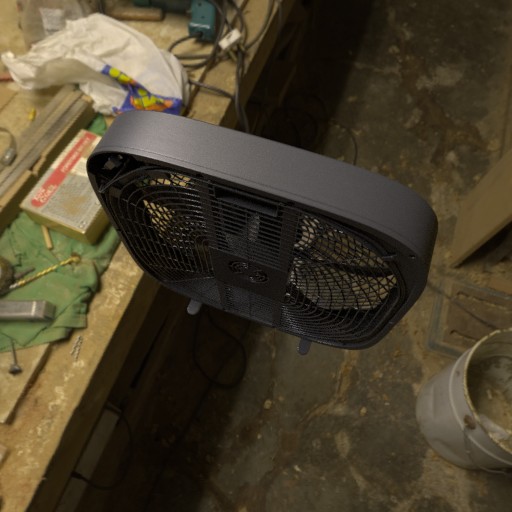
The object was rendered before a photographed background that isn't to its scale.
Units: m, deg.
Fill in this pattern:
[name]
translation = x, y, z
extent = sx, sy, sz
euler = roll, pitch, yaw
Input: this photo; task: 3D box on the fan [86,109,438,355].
[fan]
translation = 0.000, 0.000, 0.794
extent = 0.526, 0.533, 0.142
euler = 18, 65, 9
